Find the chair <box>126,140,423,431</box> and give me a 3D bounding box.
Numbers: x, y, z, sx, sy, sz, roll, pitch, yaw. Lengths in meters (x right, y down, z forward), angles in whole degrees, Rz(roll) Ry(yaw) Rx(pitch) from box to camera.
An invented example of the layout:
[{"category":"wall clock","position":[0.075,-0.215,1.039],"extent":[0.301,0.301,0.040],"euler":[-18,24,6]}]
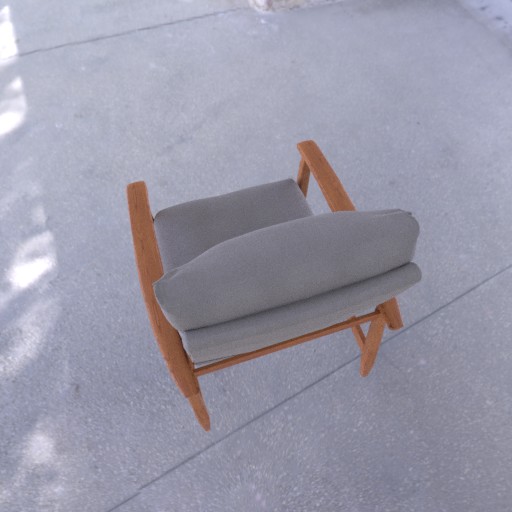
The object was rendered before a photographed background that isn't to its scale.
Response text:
[{"category":"chair","position":[0.000,0.000,1.510],"extent":[0.782,0.922,0.816],"euler":[-16,60,-9]}]
